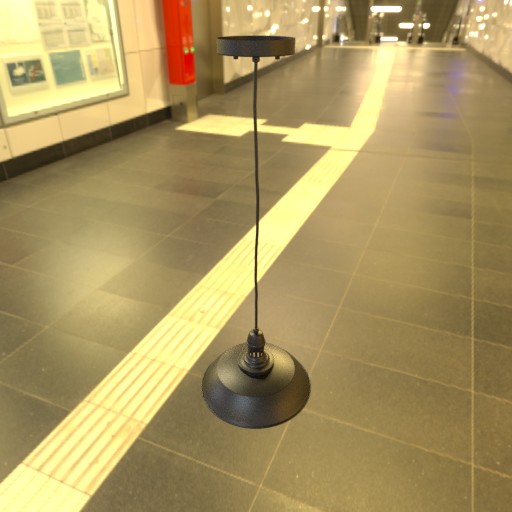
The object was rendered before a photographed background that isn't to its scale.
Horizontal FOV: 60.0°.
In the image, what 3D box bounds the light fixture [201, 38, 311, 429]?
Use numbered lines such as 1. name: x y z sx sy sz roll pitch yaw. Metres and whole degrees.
1. light fixture: 0.000 0.000 1.123 0.331 0.993 0.331 2 29 3
